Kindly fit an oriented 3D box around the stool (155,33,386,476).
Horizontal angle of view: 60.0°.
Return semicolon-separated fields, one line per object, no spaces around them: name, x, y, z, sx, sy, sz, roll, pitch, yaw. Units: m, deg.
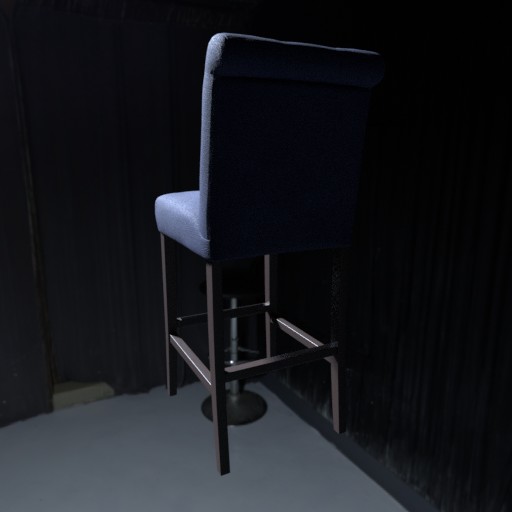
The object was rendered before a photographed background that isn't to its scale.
stool;0.000;0.000;1.395;0.493;1.140;0.601;-7;15;-26
